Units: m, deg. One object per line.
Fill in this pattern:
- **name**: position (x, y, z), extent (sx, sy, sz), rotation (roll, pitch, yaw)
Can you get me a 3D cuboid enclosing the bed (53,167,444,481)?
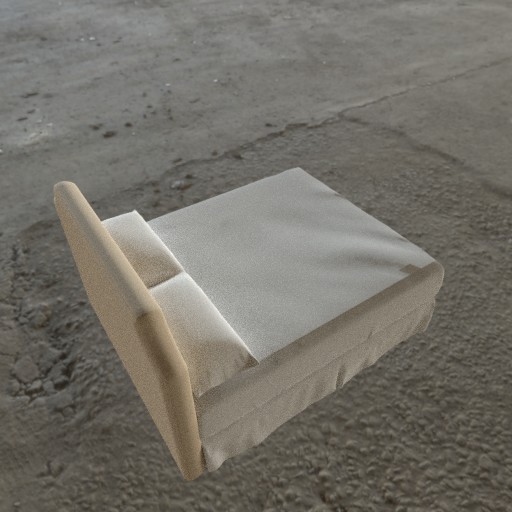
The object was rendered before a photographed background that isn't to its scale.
- **bed**: position (0.000, 0.000, 3.765), extent (2.548, 1.524, 2.134), rotation (-24, 47, -25)
